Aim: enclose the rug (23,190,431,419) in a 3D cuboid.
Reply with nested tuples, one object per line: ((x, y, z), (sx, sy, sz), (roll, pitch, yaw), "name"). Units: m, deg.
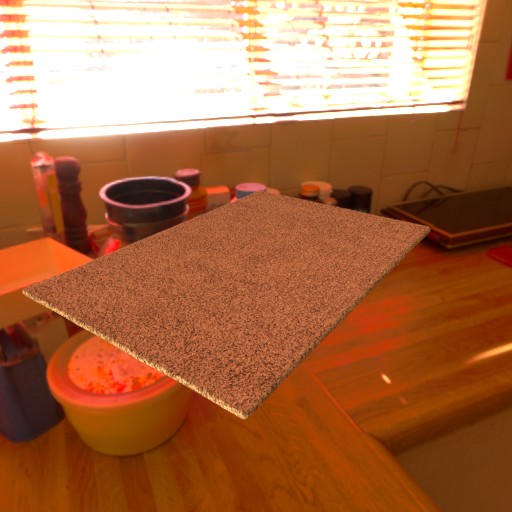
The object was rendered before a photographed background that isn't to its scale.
((0.000, 0.000, 2.242), (1.219, 0.030, 1.778), (18, 31, 32), "rug")
